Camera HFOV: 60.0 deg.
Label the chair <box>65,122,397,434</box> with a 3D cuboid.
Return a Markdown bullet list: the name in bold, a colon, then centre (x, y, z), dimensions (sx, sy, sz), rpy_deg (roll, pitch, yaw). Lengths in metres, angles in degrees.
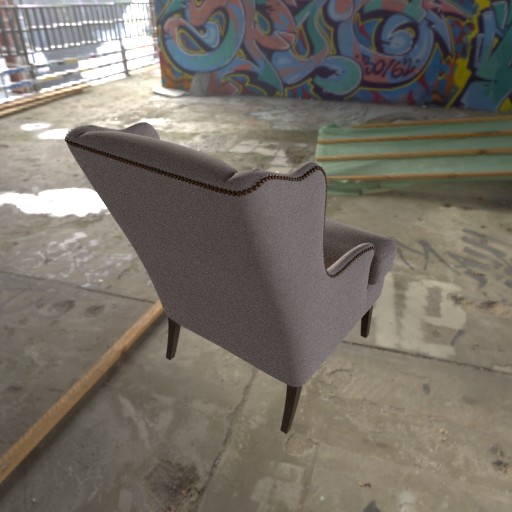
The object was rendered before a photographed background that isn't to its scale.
- **chair**: centre (0.000, 0.000, 1.625), dimensions (0.737, 1.029, 0.940), rpy_deg (22, 37, 32)
